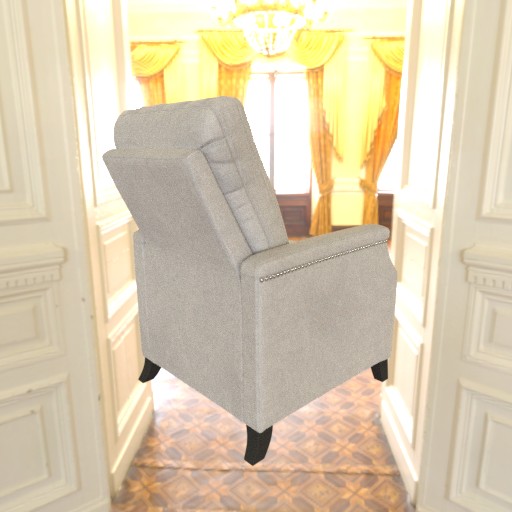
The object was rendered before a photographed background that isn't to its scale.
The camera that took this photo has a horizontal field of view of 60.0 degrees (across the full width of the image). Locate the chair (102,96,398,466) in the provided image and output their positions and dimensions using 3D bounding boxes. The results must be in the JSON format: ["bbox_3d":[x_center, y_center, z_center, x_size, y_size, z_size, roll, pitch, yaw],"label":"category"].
[{"bbox_3d":[0.000,0.000,1.650,0.922,1.049,0.710,-12,18,-41],"label":"chair"}]
